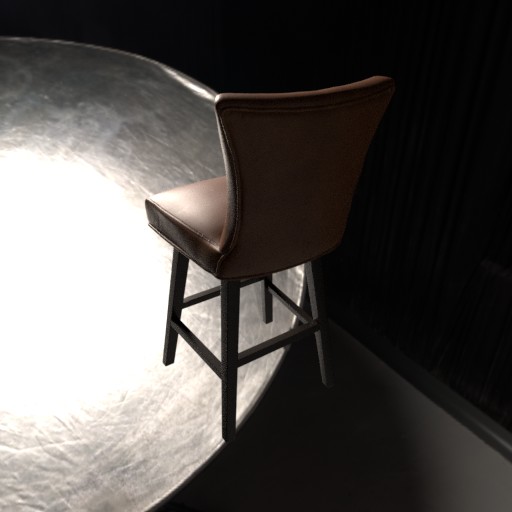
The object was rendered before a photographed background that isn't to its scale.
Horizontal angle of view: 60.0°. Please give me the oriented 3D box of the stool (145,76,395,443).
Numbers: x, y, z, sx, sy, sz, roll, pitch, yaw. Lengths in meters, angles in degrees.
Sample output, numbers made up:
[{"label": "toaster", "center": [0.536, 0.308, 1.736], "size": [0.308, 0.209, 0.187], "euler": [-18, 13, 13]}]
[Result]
[{"label": "stool", "center": [0.000, 0.000, 1.421], "size": [0.522, 1.094, 0.585], "euler": [-18, 34, -29]}]
